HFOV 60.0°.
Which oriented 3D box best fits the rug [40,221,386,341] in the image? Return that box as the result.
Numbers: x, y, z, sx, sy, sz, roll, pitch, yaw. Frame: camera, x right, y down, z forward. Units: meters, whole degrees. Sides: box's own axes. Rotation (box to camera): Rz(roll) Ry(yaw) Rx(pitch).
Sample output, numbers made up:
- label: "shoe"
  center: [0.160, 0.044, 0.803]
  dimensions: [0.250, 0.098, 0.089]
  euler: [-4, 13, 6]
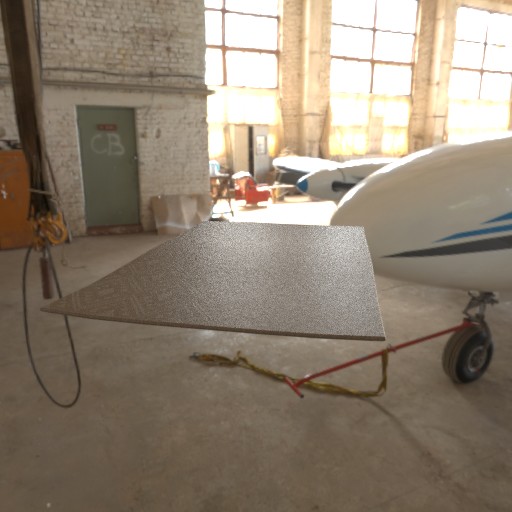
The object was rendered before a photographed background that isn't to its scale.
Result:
- label: "rug"
  center: [0.000, 0.000, 3.049]
  dimensions: [1.553, 0.053, 2.430]
  euler: [3, 15, 11]
